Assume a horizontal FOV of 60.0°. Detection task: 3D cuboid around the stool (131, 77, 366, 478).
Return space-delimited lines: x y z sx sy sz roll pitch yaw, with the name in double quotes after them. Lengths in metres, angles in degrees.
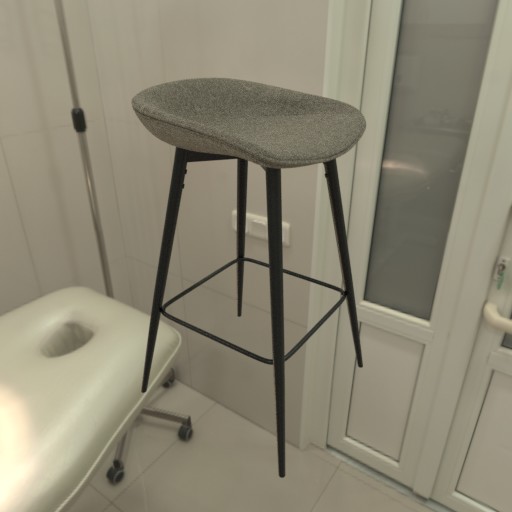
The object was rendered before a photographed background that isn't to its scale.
0.000 0.000 1.124 0.480 0.814 0.469 18 32 31 "stool"
